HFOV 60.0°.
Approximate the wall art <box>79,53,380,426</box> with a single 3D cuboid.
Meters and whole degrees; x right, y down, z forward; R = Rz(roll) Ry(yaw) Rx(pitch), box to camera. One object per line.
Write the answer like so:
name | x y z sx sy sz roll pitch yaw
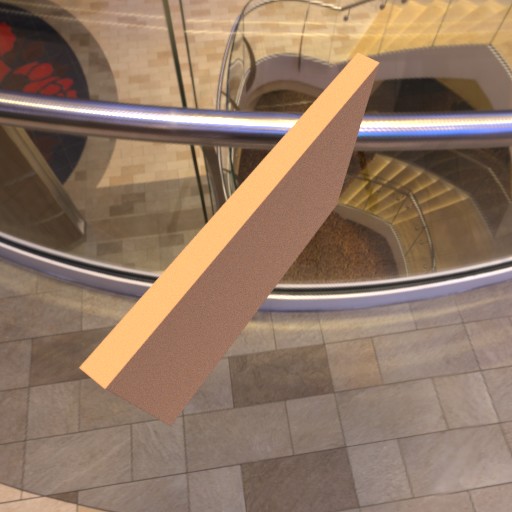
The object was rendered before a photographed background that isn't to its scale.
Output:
wall art | 0.000 0.000 0.771 0.039 0.407 0.609 33 68 15
